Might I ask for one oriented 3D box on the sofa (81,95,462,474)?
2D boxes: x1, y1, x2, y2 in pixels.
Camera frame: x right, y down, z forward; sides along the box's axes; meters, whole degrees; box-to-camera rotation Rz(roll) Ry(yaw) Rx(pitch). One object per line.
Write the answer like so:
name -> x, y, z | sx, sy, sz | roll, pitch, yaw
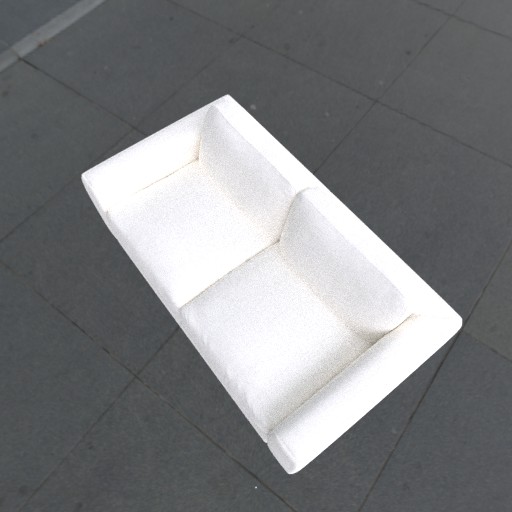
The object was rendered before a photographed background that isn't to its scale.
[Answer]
sofa -> 0.000, 0.000, 2.423 | 1.069, 0.801, 1.920 | -35, 68, -17
